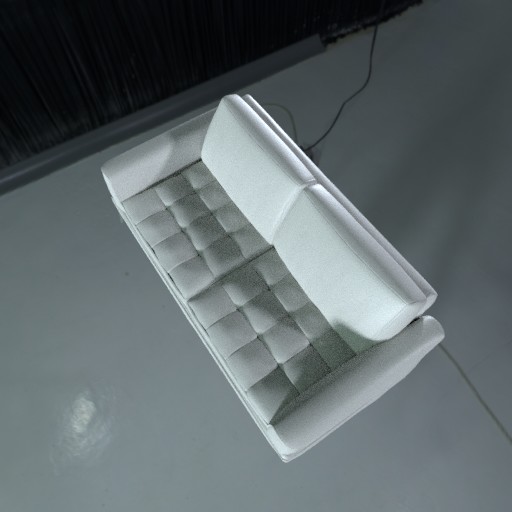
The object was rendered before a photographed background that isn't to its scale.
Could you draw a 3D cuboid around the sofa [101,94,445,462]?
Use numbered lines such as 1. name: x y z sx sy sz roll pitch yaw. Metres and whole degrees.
1. sofa: 0.000 0.000 2.786 1.121 0.930 2.177 -31 67 -15
